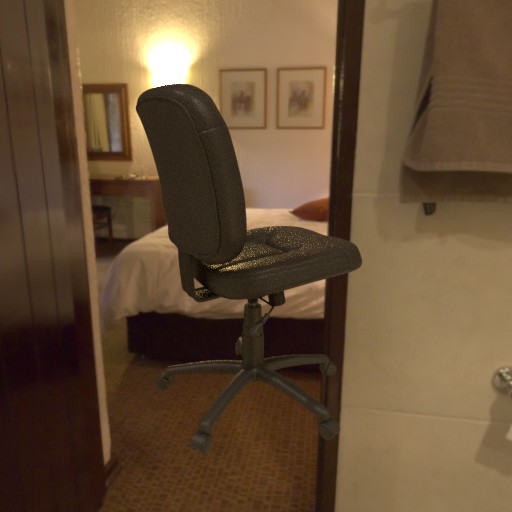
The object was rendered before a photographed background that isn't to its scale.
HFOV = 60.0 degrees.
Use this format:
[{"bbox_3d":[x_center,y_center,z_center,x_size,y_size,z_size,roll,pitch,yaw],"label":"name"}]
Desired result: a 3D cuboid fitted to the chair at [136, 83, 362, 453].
[{"bbox_3d":[0.000,0.000,1.378,0.646,0.959,0.647,-7,15,-26],"label":"chair"}]
